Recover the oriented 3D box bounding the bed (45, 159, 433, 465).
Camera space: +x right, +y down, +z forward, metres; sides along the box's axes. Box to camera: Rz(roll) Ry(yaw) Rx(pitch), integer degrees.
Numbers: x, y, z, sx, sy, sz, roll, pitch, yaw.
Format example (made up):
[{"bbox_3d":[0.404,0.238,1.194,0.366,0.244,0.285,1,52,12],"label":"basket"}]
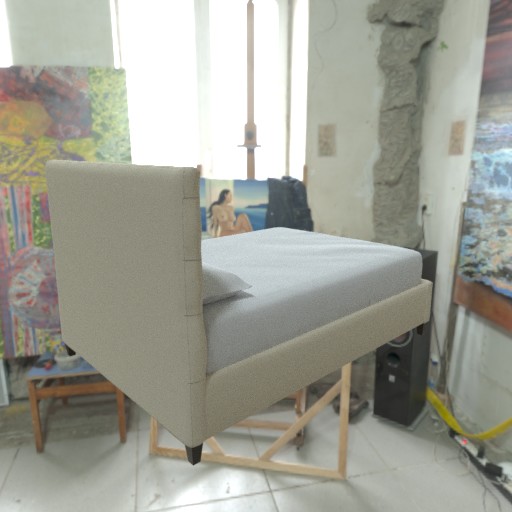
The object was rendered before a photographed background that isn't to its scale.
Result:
[{"bbox_3d":[0.000,0.000,3.338,2.387,1.427,1.698,-12,18,-41],"label":"bed"}]
